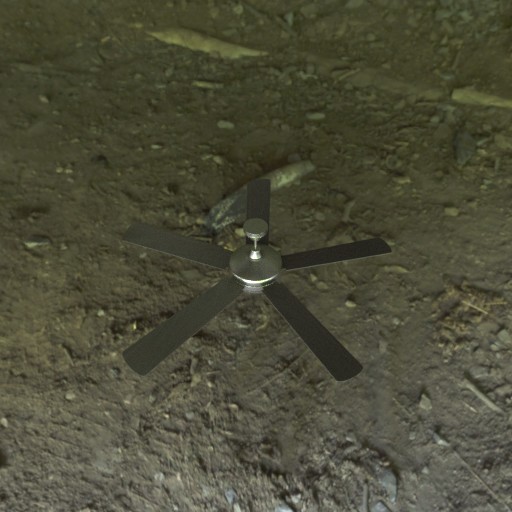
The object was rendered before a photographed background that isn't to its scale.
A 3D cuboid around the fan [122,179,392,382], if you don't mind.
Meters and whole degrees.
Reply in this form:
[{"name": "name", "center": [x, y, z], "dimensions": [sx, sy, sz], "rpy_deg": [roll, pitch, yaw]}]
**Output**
[{"name": "fan", "center": [0.000, 0.000, 1.996], "dimensions": [1.321, 0.356, 1.321], "rpy_deg": [-17, 47, -16]}]
